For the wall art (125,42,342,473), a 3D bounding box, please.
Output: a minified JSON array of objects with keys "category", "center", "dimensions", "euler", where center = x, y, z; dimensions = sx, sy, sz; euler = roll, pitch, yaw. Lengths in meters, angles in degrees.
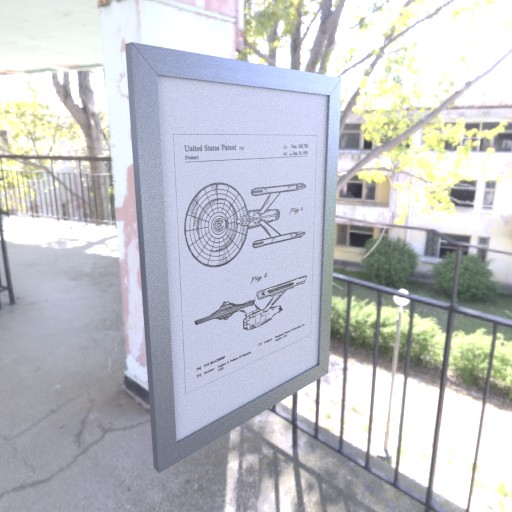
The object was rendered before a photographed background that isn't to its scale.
[{"category":"wall art","center":[0.000,0.000,0.658],"dimensions":[0.376,0.529,0.013],"euler":[-14,20,-43]}]
